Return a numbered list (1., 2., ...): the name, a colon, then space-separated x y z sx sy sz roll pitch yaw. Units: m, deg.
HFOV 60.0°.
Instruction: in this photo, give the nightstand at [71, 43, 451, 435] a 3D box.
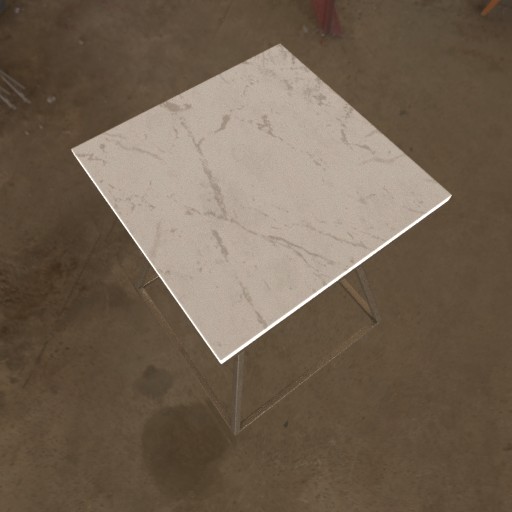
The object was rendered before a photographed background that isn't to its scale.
1. nightstand: 0.000 0.000 0.905 0.455 0.554 0.455 -33 68 -16
